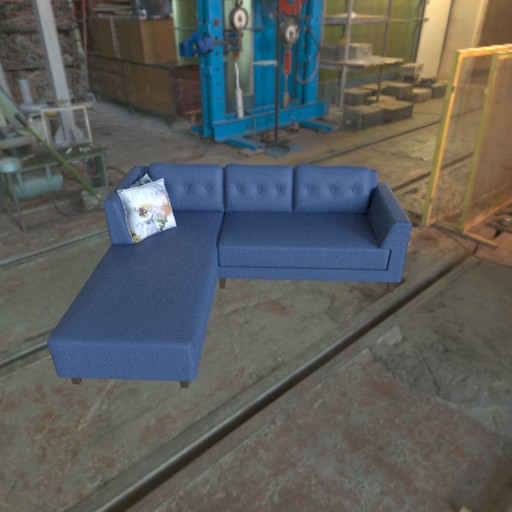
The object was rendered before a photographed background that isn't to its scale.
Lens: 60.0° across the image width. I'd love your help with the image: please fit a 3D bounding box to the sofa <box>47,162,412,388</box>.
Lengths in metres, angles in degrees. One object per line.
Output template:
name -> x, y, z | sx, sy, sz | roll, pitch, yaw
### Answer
sofa -> 0.000, 0.000, 3.033 | 2.120, 0.787, 1.829 | 1, 30, 2
